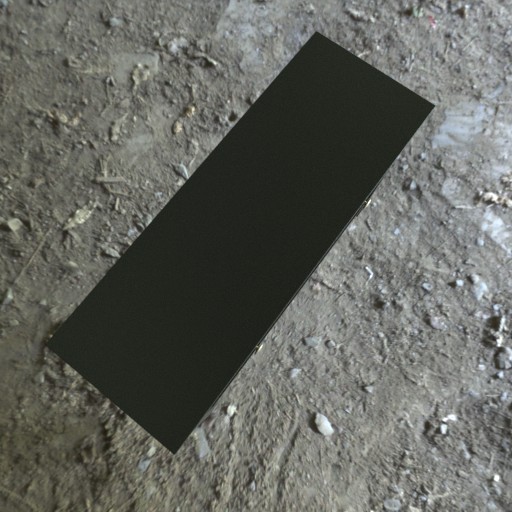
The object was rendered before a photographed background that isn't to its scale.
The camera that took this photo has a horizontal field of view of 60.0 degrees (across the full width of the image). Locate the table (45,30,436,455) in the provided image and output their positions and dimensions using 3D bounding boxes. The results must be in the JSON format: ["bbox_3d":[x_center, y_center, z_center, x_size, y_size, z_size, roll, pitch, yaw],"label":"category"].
[{"bbox_3d":[0.000,0.000,1.450,0.397,0.753,1.068,36,79,9],"label":"table"}]
